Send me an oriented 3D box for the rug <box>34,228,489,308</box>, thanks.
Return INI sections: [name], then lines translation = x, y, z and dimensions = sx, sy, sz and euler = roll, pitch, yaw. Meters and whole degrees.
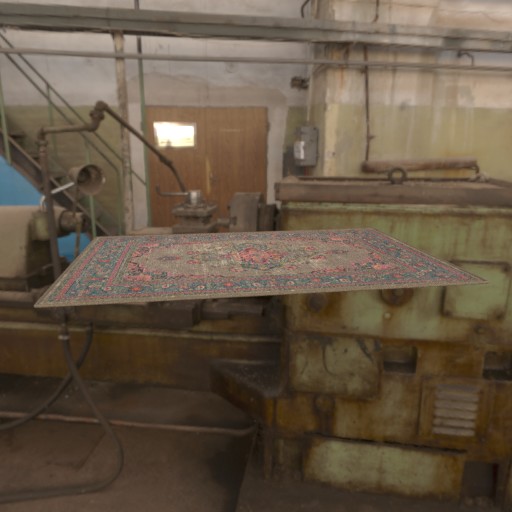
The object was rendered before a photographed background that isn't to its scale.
[rug]
translation = 0.000, 0.000, 2.213
dimensions = 1.748, 0.014, 1.144
euler = -2, 15, -9
